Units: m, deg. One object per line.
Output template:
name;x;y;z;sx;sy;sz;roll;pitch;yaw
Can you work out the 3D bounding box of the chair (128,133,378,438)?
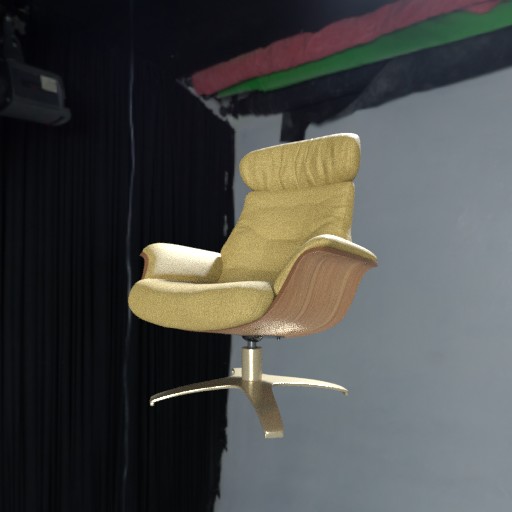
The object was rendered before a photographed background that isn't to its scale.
chair;0.000;0.000;1.588;0.785;0.995;0.837;-1;-2;36
